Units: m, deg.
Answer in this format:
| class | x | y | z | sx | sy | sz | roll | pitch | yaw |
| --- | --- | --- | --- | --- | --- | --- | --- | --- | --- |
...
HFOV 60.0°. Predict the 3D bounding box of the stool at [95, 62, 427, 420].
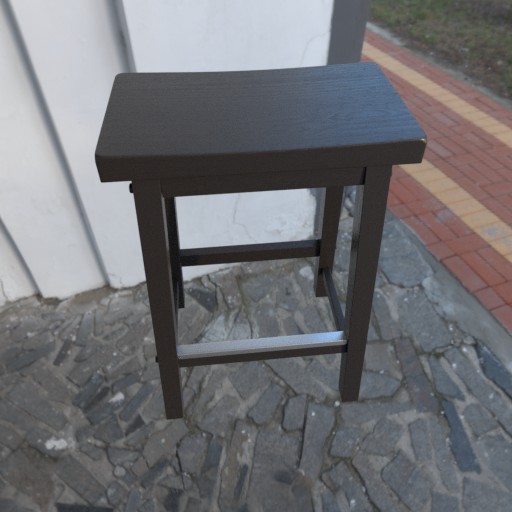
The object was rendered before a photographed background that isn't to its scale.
| class | x | y | z | sx | sy | sz | roll | pitch | yaw |
| --- | --- | --- | --- | --- | --- | --- | --- | --- | --- |
| stool | 0.000 | 0.000 | 0.828 | 0.406 | 0.610 | 0.322 | -4 | 46 | -4 |
